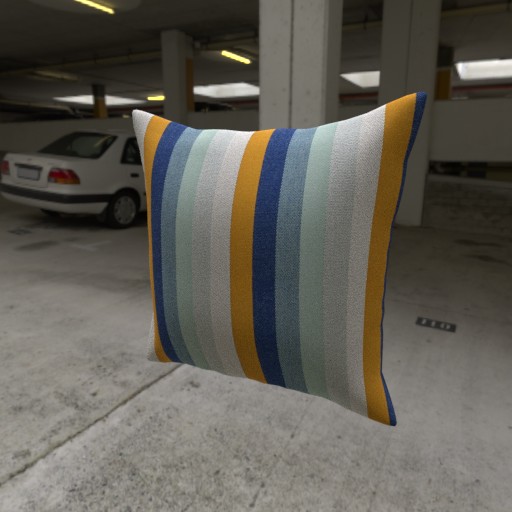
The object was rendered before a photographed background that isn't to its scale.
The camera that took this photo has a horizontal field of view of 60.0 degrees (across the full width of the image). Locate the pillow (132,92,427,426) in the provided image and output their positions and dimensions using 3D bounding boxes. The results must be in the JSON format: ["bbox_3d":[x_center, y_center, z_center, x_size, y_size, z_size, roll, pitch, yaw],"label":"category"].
[{"bbox_3d":[0.000,0.000,0.688,0.463,0.454,0.173,7,15,27],"label":"pillow"}]
